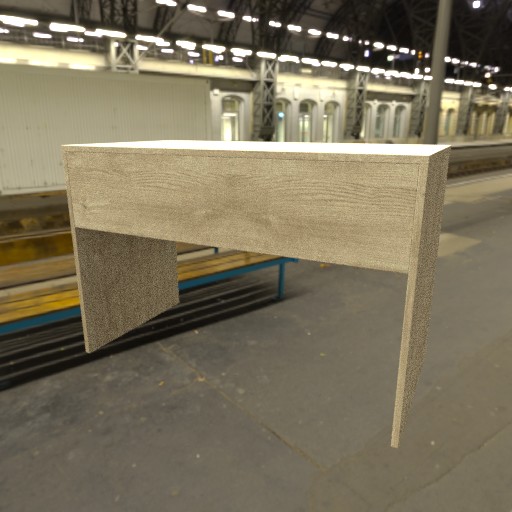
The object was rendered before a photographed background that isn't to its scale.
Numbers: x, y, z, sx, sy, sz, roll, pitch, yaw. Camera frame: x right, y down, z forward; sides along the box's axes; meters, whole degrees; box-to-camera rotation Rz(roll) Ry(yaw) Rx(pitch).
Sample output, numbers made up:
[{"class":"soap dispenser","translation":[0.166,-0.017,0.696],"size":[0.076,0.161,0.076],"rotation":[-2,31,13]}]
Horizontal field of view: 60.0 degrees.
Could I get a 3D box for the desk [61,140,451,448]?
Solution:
[{"class":"desk","translation":[0.000,0.000,1.505],"size":[1.100,0.730,0.560],"rotation":[8,18,26]}]
